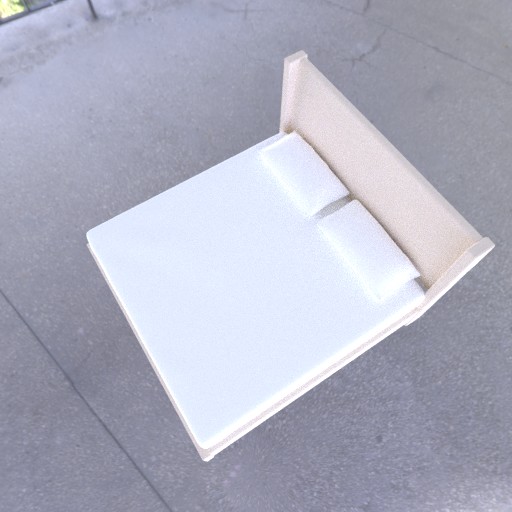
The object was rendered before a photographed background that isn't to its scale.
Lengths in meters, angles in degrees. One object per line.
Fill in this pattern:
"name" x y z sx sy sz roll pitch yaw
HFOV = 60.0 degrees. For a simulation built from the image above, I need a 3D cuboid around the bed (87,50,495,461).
"bed" 0.000 0.000 3.618 2.293 1.471 2.145 -30 68 -14
